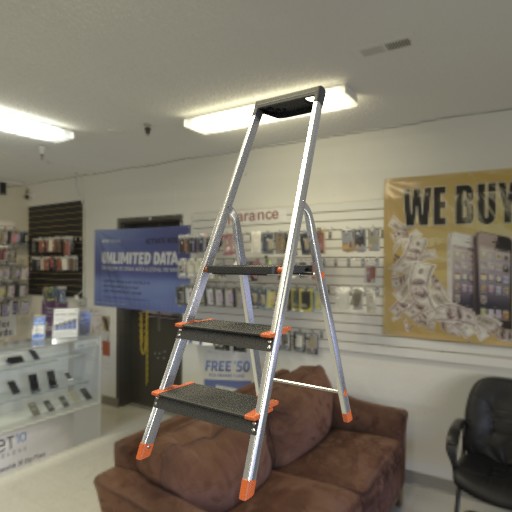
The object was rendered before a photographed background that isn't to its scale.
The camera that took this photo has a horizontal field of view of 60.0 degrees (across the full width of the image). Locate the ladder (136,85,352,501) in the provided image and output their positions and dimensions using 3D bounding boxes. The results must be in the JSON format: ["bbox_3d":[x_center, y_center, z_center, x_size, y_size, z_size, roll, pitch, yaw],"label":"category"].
[{"bbox_3d":[0.000,0.000,1.507,0.416,1.229,0.686,0,0,35],"label":"ladder"}]
